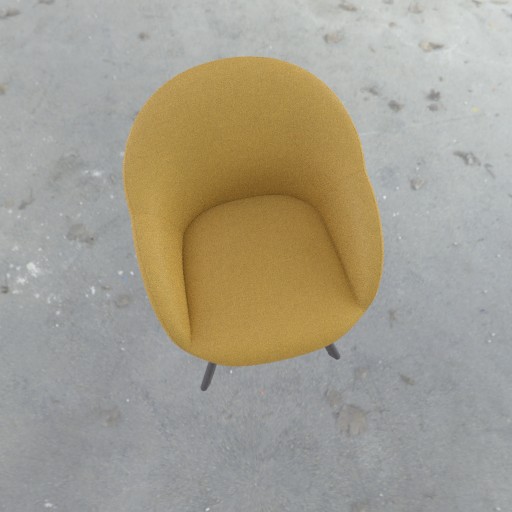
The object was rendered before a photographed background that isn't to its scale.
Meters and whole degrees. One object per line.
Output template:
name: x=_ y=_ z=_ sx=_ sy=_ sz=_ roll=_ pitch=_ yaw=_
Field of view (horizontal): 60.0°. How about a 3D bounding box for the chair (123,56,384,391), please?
chair: x=0.000 y=0.000 z=1.185 sx=0.551 sy=0.793 sz=0.583 roll=-12 pitch=63 yaw=-6
